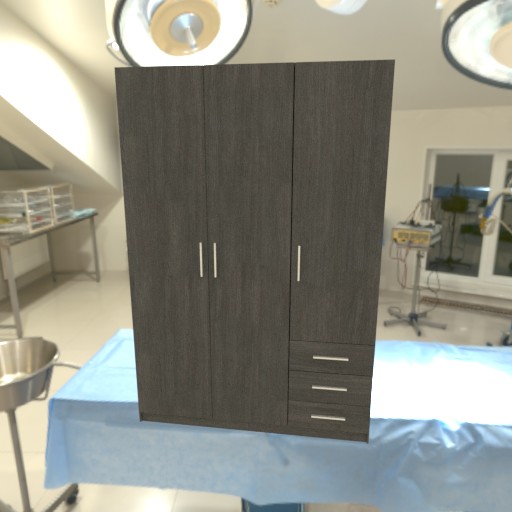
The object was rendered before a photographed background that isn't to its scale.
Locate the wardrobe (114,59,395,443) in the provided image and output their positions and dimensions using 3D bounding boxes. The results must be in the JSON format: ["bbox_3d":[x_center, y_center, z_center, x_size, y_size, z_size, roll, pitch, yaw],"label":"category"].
[{"bbox_3d":[0.000,0.000,2.464,1.290,1.910,0.510,2,14,9],"label":"wardrobe"}]
